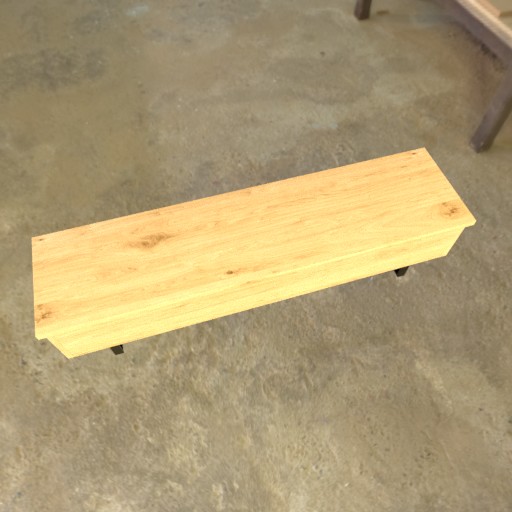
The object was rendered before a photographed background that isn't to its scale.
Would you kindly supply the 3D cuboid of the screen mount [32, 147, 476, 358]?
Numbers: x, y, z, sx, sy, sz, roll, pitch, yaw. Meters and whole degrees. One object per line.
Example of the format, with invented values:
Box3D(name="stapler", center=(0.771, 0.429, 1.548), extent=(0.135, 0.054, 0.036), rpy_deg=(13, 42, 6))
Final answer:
Box3D(name="screen mount", center=(0.000, 0.000, 1.932), extent=(1.700, 0.430, 0.450), rpy_deg=(-14, 59, -9))
